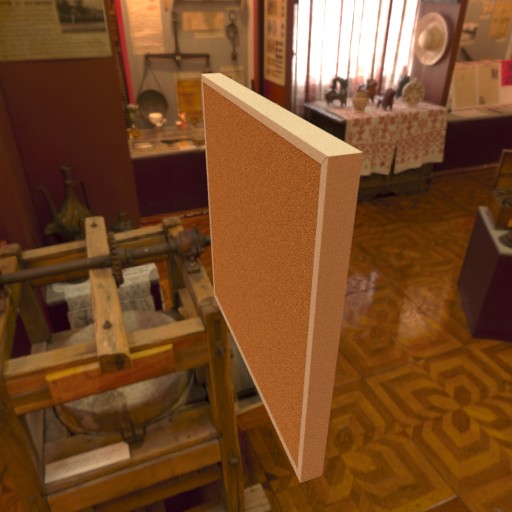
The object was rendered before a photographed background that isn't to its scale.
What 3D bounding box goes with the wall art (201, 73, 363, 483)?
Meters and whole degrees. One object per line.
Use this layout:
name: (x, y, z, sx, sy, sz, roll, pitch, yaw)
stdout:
wall art: (0.000, 0.000, 0.752, 0.037, 0.508, 0.508, -10, 32, -17)
